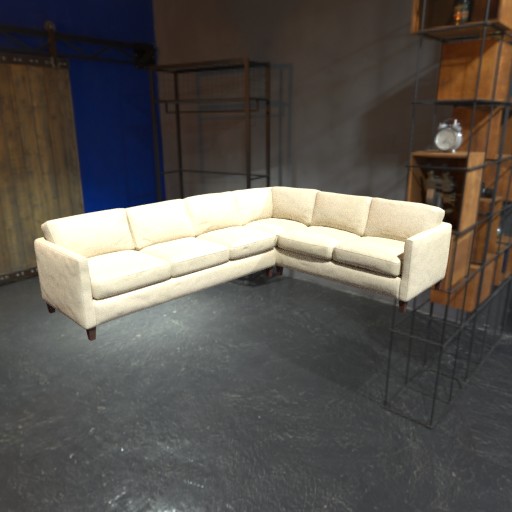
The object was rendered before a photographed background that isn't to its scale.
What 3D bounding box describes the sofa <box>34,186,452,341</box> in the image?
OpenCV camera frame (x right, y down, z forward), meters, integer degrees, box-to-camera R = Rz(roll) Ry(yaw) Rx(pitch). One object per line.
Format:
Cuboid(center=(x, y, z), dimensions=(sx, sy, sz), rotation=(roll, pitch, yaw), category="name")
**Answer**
Cuboid(center=(0.000, 0.000, 4.391), dimensions=(2.593, 0.947, 3.302), rotation=(15, 23, 42), category="sofa")
